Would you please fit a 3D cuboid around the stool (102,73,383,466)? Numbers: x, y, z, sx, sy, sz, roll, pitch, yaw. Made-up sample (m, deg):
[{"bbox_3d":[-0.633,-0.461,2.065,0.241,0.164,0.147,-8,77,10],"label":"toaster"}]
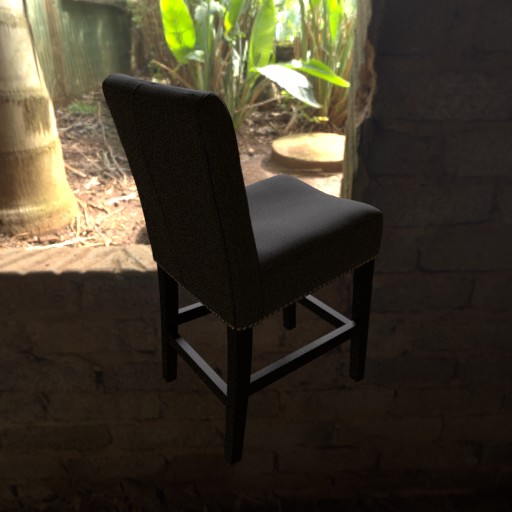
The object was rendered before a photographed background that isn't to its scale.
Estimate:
[{"bbox_3d":[0.000,0.000,1.156,0.571,0.885,0.427,-19,33,-32],"label":"stool"}]
